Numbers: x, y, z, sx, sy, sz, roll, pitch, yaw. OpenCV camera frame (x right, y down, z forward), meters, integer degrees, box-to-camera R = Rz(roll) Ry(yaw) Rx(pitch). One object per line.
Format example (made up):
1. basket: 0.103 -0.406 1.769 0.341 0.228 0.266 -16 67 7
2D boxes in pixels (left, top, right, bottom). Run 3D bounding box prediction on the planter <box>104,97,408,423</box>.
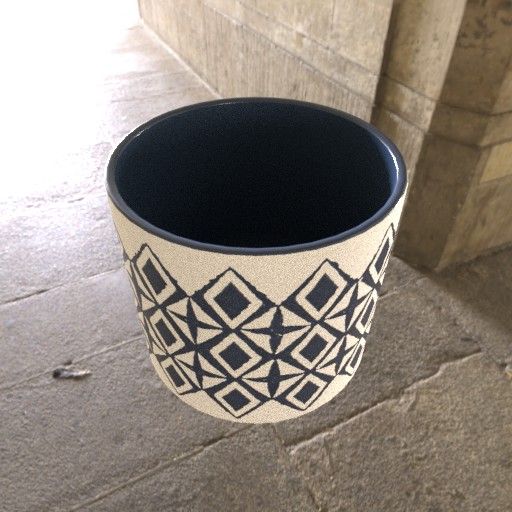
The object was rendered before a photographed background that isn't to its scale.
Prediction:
1. planter: 0.000 0.000 0.284 0.159 0.144 0.159 0 42 0
